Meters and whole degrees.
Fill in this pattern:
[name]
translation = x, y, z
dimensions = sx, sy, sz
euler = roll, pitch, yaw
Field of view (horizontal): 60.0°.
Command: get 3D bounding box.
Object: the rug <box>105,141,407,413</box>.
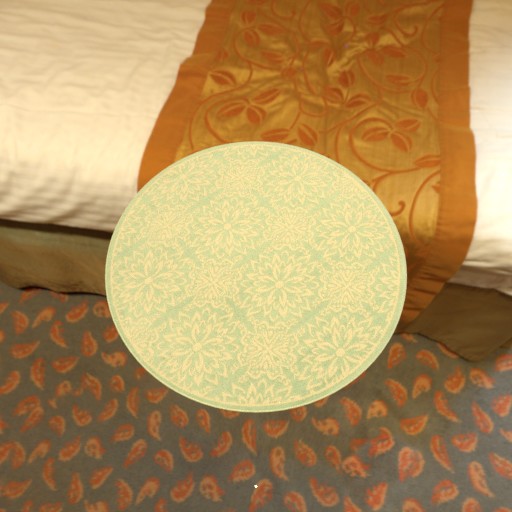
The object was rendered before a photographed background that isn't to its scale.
[rug]
translation = 0.000, 0.000, 2.367
dimensions = 1.593, 0.012, 1.593
euler = 0, 63, 0
